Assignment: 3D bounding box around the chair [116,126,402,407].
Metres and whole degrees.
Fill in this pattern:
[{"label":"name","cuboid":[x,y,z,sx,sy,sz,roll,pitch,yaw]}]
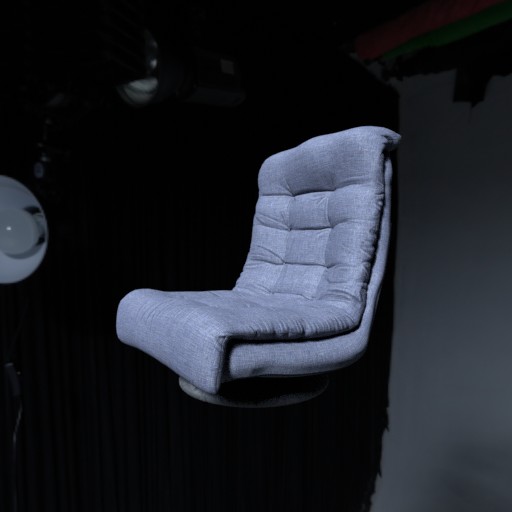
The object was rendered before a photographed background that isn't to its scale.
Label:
[{"label":"chair","cuboid":[0.000,0.000,1.274,0.668,0.749,0.597,-1,2,-35]}]
